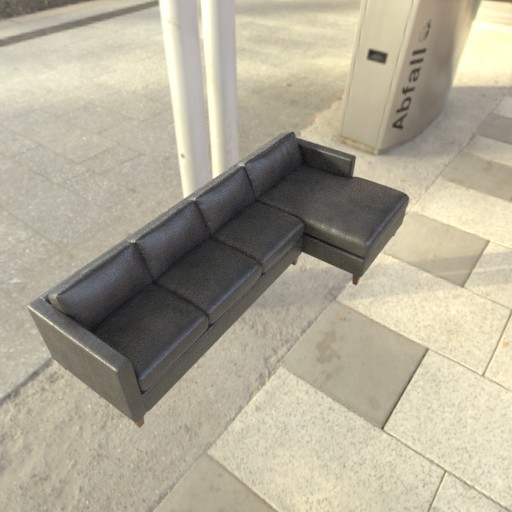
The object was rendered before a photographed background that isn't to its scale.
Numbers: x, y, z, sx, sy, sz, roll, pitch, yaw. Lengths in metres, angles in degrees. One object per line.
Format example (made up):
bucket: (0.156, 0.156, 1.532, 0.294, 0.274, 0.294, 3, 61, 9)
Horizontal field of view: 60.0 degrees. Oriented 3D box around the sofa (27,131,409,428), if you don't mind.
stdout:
sofa: (0.000, 0.000, 3.847, 1.581, 0.883, 3.203, 25, 47, 26)
